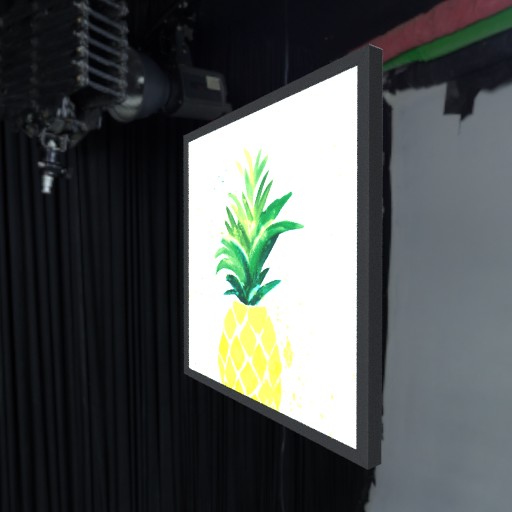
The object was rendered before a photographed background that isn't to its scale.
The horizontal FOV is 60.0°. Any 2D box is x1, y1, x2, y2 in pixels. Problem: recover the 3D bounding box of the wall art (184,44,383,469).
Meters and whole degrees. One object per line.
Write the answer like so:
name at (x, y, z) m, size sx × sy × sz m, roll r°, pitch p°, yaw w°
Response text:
wall art at (0.000, 0.000, 1.116) m, size 0.037 × 0.760 × 0.762 m, roll 0°, pitch 1°, yaw -35°
